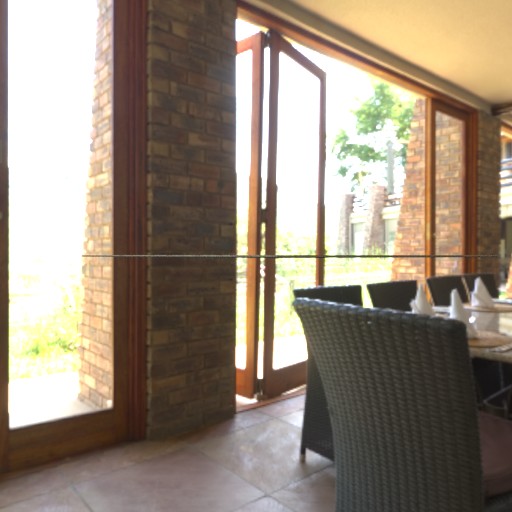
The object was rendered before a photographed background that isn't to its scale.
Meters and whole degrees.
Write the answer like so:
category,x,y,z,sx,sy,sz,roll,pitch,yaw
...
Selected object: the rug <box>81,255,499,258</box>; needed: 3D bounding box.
category,x,y,z,sx,sy,sz,roll,pitch,yaw
rug,0.000,0.000,2.254,1.219,0.008,1.829,0,0,-37
